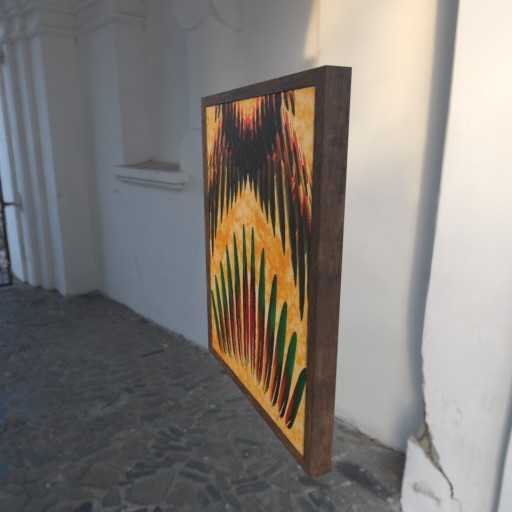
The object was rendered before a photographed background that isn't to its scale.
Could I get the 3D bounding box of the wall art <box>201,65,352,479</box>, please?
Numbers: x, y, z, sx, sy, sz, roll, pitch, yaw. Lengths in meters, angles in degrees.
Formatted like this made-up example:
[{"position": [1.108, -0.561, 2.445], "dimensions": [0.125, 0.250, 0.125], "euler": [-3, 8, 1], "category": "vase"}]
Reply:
[{"position": [0.000, 0.000, 0.565], "dimensions": [0.027, 0.406, 0.329], "euler": [-7, 16, -24], "category": "wall art"}]
